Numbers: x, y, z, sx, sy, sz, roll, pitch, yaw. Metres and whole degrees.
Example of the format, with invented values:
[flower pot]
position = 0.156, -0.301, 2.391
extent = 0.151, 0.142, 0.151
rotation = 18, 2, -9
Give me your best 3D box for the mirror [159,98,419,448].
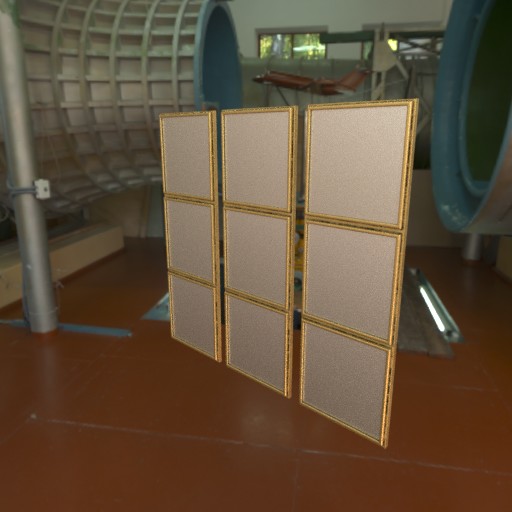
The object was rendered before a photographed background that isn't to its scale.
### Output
[mirror]
position = 0.000, 0.000, 1.460
extent = 1.011, 0.926, 0.023
rotation = 14, 21, 42
